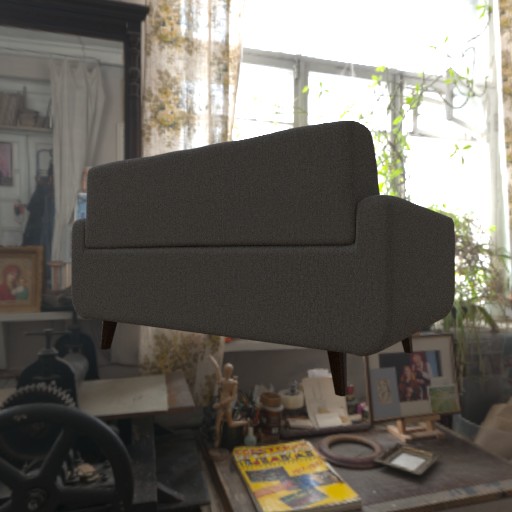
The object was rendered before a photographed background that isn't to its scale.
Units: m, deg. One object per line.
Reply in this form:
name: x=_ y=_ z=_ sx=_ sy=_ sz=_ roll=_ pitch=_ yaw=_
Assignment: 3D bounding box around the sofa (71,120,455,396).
sofa: x=0.000 y=0.000 z=2.176 sx=1.651 sy=0.925 sz=0.952 roll=0 pitch=0 yaw=35
